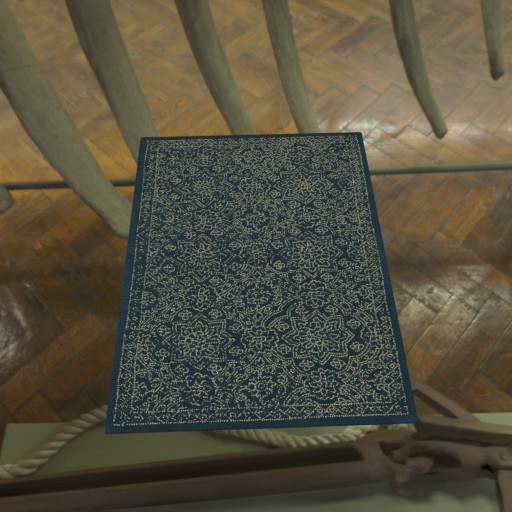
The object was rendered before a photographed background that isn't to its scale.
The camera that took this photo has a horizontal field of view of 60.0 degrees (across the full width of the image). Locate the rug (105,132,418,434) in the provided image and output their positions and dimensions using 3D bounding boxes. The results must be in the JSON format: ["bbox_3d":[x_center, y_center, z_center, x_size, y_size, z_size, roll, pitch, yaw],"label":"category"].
[{"bbox_3d":[0.000,0.000,4.162,2.438,0.010,3.048,-2,62,-1],"label":"rug"}]
